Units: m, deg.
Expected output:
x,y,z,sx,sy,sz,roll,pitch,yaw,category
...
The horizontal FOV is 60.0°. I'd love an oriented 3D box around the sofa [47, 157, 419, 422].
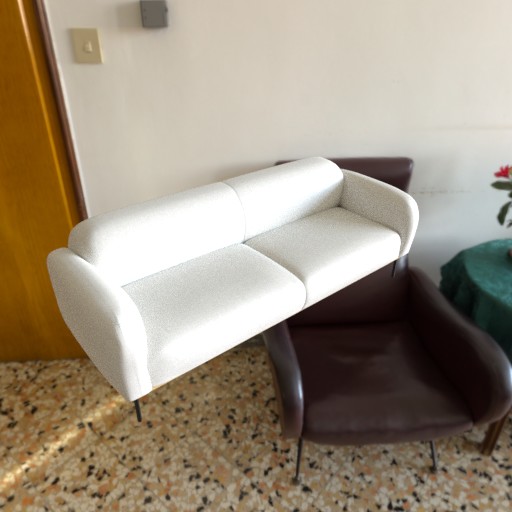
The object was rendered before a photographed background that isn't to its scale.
x,y,z,sx,sy,sz,roll,pitch,yaw,category
0.000,0.000,2.718,2.257,0.780,0.880,-22,36,-34,sofa
